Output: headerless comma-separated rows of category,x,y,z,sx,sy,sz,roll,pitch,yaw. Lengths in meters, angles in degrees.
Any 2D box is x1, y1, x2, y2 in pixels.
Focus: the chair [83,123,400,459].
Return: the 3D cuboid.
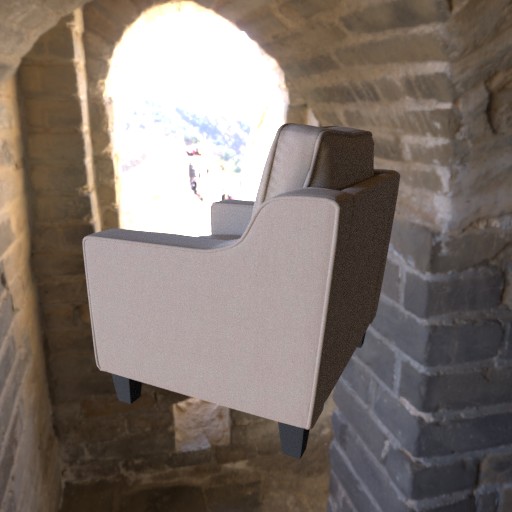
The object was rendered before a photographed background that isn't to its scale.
chair,0.000,0.000,1.677,0.882,0.948,0.922,7,17,25
